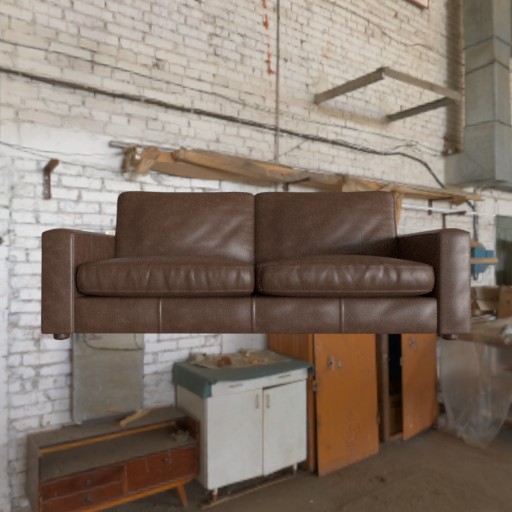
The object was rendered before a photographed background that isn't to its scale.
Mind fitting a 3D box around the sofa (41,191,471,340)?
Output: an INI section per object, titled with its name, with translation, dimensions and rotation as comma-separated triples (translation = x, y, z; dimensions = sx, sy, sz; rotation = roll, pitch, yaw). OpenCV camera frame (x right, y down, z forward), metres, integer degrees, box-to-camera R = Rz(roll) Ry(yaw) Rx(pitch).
[sofa]
translation = 0.000, 0.000, 2.696
dimensions = 2.179, 0.873, 1.016
rotation = 0, 0, 0
